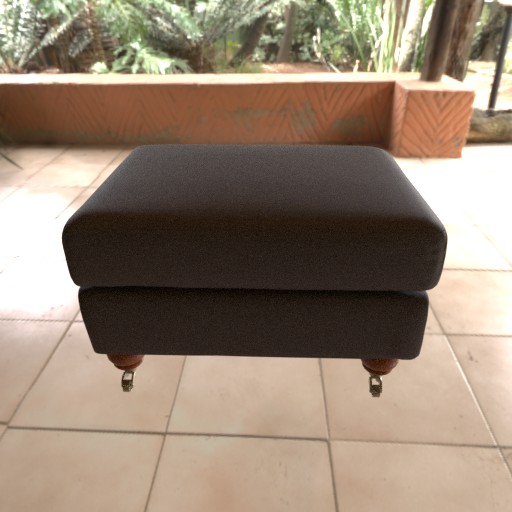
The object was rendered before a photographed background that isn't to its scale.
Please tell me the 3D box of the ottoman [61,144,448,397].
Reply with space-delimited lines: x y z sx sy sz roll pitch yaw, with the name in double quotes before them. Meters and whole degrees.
"ottoman" 0.000 0.000 1.173 0.773 0.497 0.574 1 30 1
